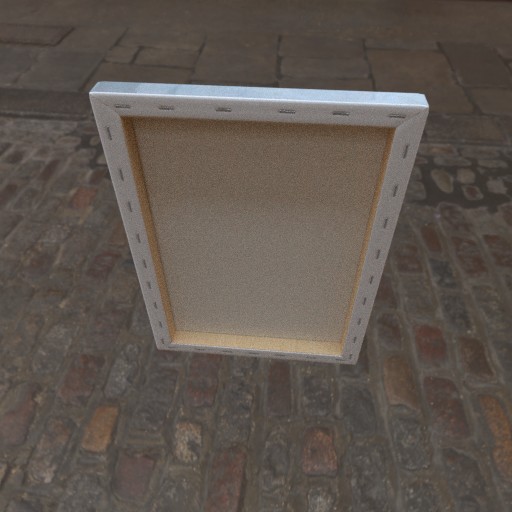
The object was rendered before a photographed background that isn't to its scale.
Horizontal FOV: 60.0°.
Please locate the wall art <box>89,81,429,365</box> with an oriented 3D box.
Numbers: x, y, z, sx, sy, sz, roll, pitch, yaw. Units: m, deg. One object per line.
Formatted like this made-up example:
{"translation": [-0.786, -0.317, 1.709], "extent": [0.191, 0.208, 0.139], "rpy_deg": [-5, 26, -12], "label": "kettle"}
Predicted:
{"translation": [0.000, 0.000, 0.811], "extent": [0.455, 0.613, 0.037], "rpy_deg": [4, 44, 4], "label": "wall art"}
